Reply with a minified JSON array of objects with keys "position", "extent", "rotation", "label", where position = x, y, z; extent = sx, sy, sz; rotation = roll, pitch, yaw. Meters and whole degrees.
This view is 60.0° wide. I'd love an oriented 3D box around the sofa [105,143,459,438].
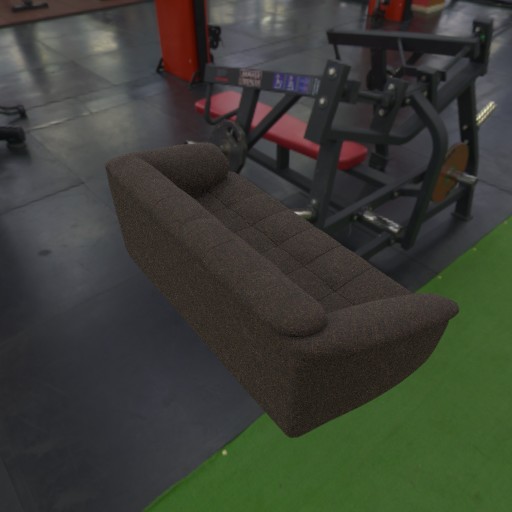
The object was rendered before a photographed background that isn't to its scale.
[{"position":[0.000,0.000,2.302],"extent":[0.887,0.790,1.849],"rotation":[-27,48,-28],"label":"sofa"}]
